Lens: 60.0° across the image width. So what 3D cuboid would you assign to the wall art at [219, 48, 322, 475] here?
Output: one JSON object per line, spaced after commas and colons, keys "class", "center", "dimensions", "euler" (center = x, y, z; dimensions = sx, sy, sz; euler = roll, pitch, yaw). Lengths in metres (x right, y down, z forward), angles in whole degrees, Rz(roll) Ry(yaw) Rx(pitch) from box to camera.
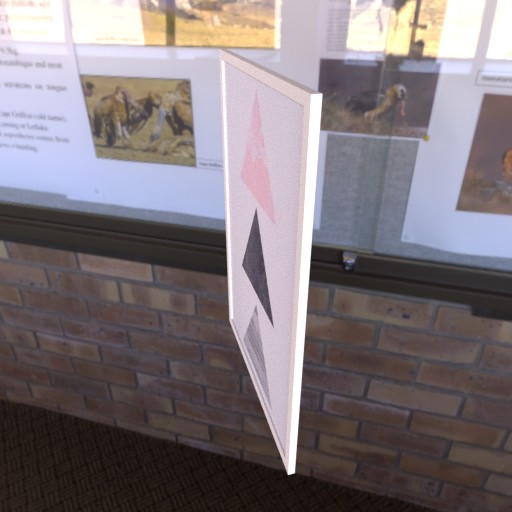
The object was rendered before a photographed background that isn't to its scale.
{"class": "wall art", "center": [0.000, 0.000, 0.821], "dimensions": [0.013, 0.656, 0.456], "euler": [-9, 32, -14]}
